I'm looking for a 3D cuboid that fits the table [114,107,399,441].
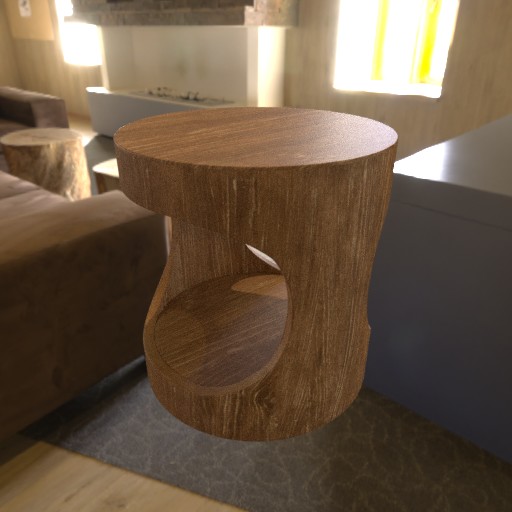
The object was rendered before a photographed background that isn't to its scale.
[{"bbox_3d":[0.000,0.000,0.978,0.527,0.551,0.527,0,27,0],"label":"table"}]
